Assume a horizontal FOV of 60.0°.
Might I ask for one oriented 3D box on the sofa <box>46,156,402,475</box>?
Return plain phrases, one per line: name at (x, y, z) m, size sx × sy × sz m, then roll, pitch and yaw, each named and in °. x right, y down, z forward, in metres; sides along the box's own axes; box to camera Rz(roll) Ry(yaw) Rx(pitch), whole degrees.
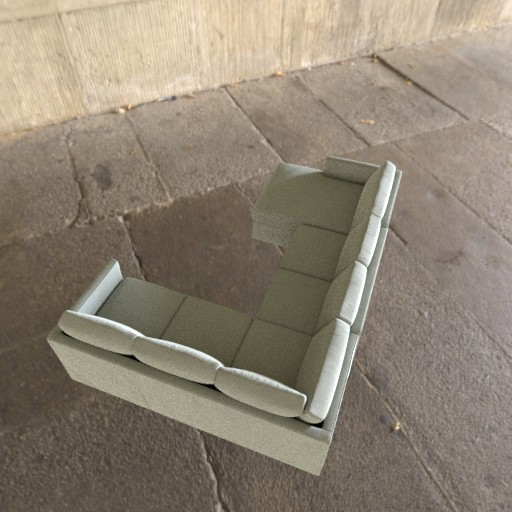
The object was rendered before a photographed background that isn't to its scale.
sofa at (0.000, 0.000, 4.638) m, size 2.440 × 0.869 × 3.434 m, roll 16°, pitch 49°, yaw 14°
